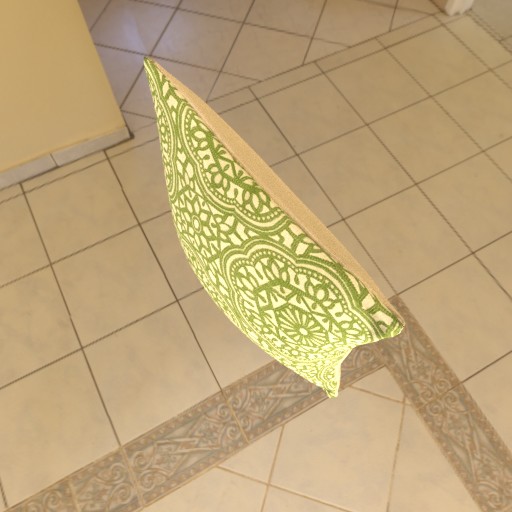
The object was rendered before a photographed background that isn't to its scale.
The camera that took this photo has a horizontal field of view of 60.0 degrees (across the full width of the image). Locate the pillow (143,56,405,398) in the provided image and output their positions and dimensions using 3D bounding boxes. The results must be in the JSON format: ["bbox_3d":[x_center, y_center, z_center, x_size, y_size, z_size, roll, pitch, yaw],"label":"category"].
[{"bbox_3d":[0.000,0.000,0.652,0.162,0.419,0.440,-35,69,-15],"label":"pillow"}]
